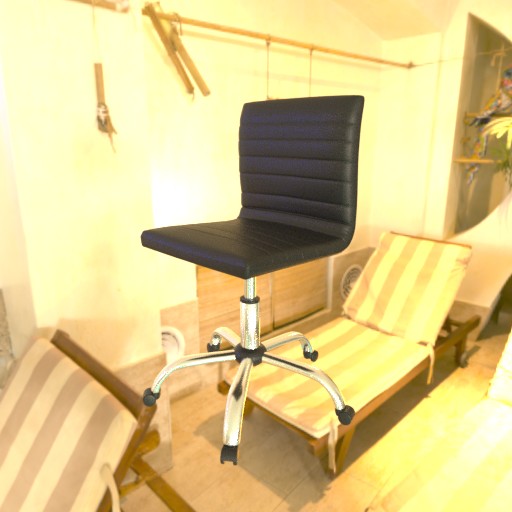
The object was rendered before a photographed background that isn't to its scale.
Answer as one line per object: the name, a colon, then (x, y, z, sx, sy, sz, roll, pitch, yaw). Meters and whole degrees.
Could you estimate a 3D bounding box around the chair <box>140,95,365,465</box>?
chair: (0.000, 0.000, 1.134, 0.530, 0.780, 0.556, -15, 21, -43)
